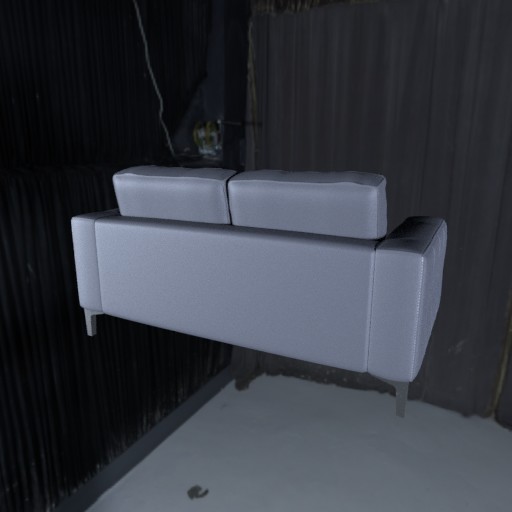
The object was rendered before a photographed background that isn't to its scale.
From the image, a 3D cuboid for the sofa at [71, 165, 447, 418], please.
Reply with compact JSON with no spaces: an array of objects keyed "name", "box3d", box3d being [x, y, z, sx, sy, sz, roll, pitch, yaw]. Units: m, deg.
[{"name":"sofa","box3d":[0.000,0.000,2.249,1.726,0.893,0.833,7,16,26]}]
